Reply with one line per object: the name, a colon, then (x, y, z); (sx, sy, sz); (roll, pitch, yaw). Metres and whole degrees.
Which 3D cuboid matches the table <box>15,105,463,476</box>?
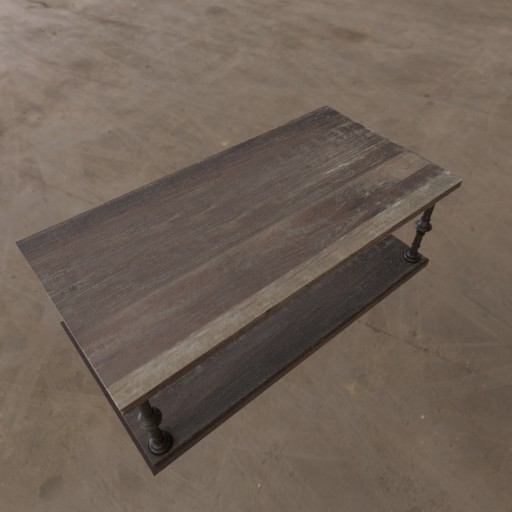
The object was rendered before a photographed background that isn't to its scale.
table: (0.000, 0.000, 1.322); (1.088, 0.373, 0.554); (-31, 54, -26)
